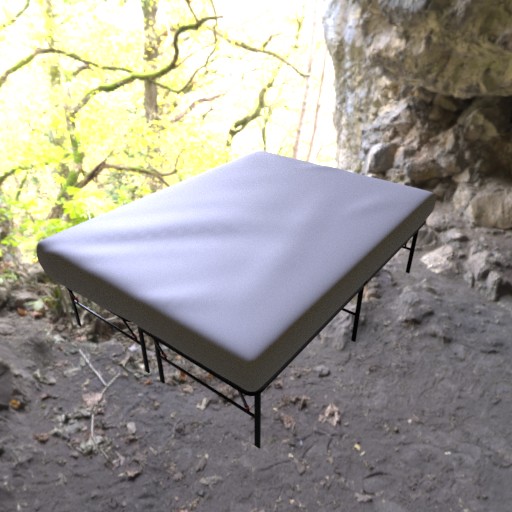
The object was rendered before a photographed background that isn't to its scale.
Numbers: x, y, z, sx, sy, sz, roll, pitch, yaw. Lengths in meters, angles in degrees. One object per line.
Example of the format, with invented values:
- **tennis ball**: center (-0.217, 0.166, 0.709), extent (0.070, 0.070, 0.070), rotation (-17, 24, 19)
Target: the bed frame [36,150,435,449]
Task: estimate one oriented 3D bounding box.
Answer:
- **bed frame**: center (0.000, 0.000, 2.915), extent (1.584, 0.667, 2.151), rotation (22, 38, 31)
